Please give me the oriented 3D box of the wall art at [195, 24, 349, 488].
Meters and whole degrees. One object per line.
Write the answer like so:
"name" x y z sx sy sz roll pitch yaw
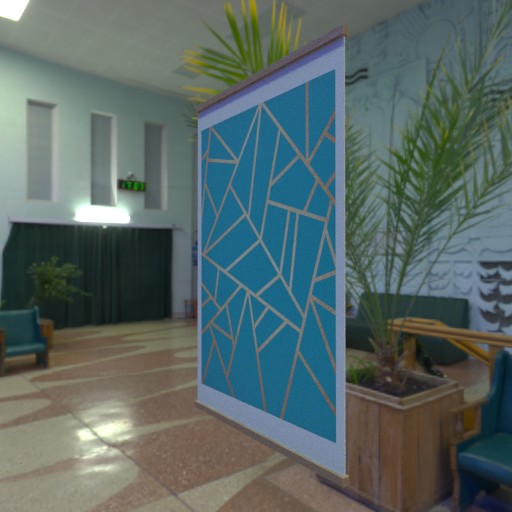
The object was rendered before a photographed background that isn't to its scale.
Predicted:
"wall art" 0.000 0.000 1.858 0.030 1.519 0.990 0 -1 -37
